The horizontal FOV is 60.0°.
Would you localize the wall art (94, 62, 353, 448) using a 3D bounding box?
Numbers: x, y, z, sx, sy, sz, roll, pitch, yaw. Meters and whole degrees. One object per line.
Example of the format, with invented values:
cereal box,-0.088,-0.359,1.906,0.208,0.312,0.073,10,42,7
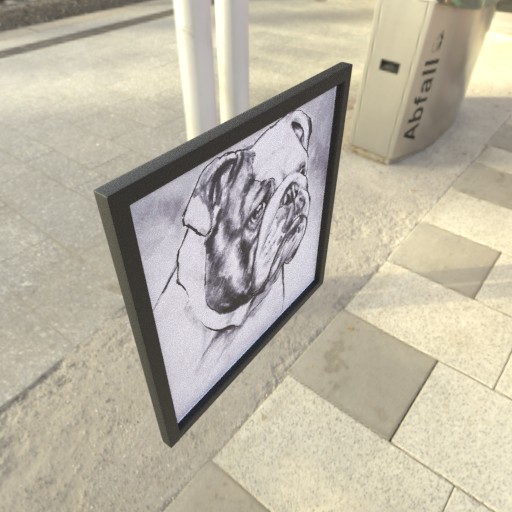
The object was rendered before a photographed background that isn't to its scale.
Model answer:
wall art,0.000,0.000,0.674,0.022,0.453,0.456,26,47,27
